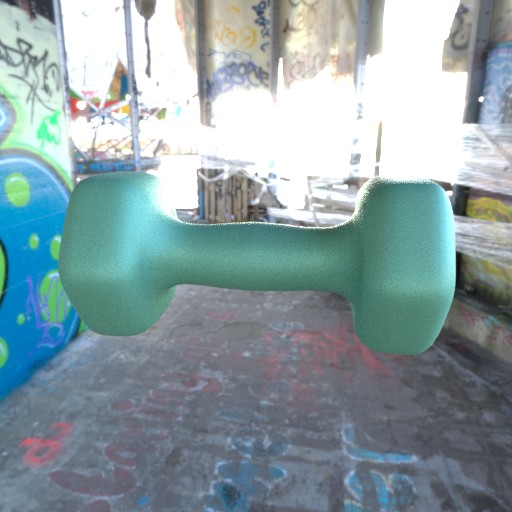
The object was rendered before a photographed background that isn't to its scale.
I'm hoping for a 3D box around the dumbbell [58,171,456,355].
[{"bbox_3d":[0.000,0.000,0.322,0.260,0.117,0.129,2,16,8],"label":"dumbbell"}]
